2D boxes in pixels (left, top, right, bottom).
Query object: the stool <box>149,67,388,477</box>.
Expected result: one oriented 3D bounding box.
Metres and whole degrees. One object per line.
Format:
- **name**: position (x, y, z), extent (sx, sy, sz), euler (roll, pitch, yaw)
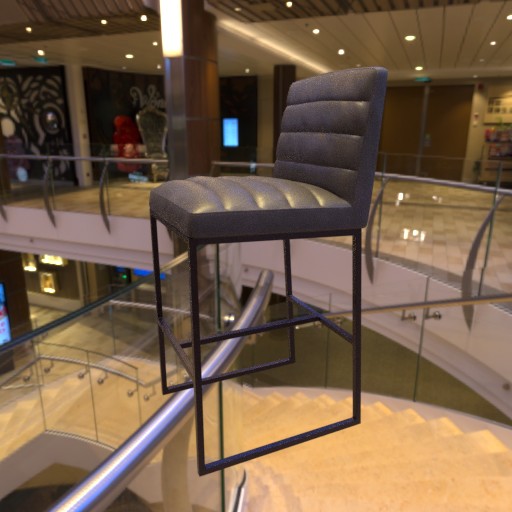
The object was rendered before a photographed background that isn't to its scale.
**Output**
- **stool**: position (0.000, 0.000, 1.350), extent (0.562, 1.065, 0.463), euler (-7, 18, -24)
